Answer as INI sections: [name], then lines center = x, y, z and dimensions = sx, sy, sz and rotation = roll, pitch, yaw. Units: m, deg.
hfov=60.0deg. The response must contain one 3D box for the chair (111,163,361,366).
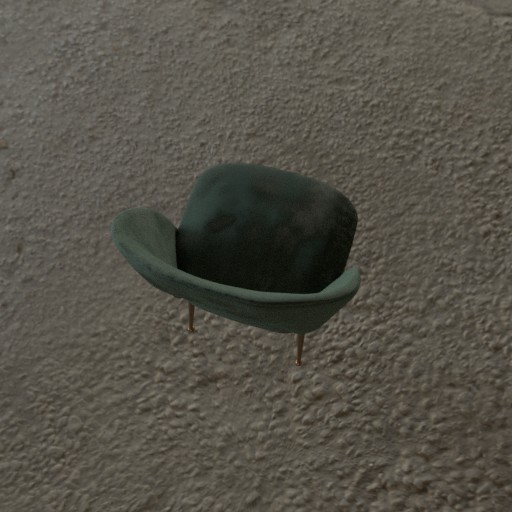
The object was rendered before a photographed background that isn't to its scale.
[chair]
center = 0.000, 0.000, 1.215
dimensions = 0.527, 0.860, 0.577
rotation = 16, 65, 8
